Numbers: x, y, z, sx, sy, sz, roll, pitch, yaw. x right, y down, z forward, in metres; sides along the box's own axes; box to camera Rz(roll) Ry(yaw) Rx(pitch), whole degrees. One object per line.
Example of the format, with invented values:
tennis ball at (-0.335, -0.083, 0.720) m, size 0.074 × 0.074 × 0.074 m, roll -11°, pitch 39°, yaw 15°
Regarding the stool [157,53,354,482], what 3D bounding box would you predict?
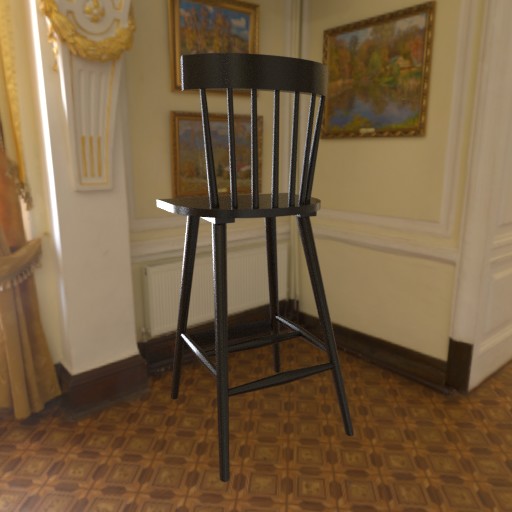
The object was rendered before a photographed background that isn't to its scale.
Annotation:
stool at (0.000, 0.000, 1.359) m, size 0.482 × 1.092 × 0.483 m, roll -7°, pitch 15°, yaw -26°
